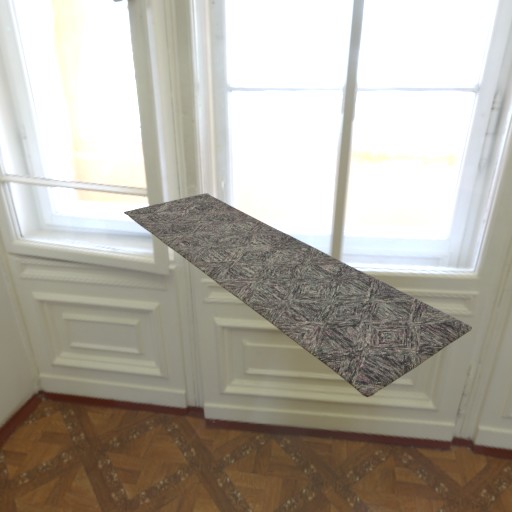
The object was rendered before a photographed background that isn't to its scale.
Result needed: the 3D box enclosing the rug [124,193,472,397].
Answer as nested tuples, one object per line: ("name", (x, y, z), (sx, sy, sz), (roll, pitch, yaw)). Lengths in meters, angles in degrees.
("rug", (0.000, 0.000, 2.607), (0.719, 0.013, 2.305), (-19, 32, -32))
